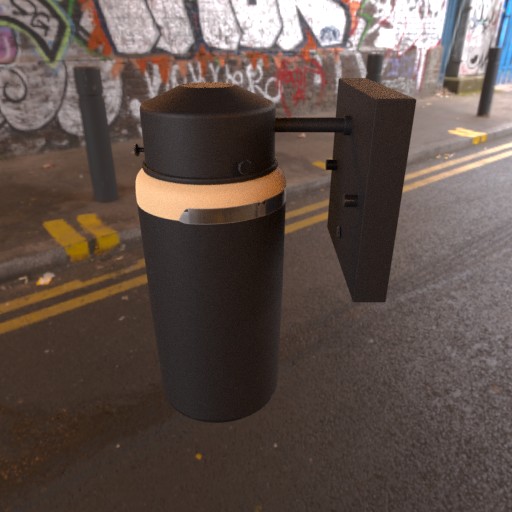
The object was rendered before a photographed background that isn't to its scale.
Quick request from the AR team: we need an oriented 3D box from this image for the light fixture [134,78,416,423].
[{"bbox_3d":[0.000,0.000,0.355,0.176,0.257,0.130,0,27,1],"label":"light fixture"}]
